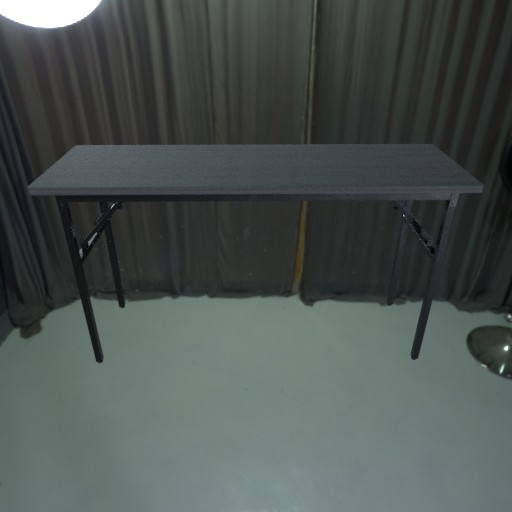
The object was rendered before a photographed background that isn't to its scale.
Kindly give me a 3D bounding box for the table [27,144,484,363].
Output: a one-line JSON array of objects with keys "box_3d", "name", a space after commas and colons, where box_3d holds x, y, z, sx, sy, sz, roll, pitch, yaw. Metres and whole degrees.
[{"box_3d": [0.000, 0.000, 1.733, 1.399, 0.750, 0.449, 0, 30, -1], "name": "table"}]
